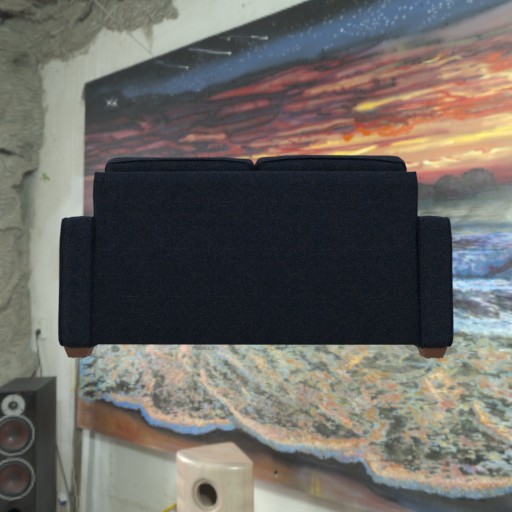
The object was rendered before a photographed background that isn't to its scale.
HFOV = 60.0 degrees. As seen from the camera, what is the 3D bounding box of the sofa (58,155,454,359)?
[{"bbox_3d":[0.000,0.000,2.356,1.709,0.918,0.947,0,-2,0],"label":"sofa"}]
